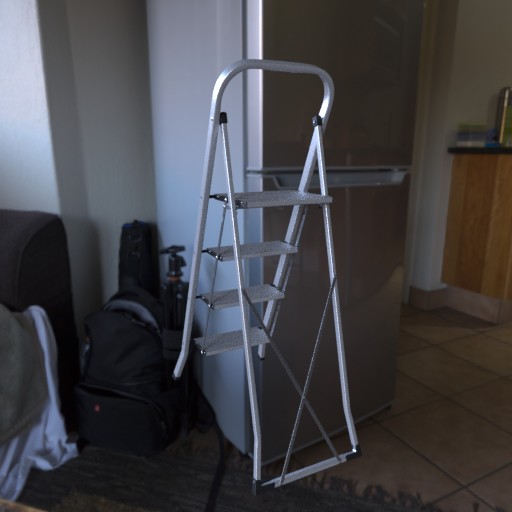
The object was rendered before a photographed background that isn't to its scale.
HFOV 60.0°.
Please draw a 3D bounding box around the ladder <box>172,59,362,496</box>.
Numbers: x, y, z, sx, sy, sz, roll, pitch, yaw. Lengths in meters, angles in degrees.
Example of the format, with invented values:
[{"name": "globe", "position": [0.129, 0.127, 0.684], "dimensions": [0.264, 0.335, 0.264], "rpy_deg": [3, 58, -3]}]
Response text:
[{"name": "ladder", "position": [0.000, 0.000, 1.647], "dimensions": [0.465, 1.290, 0.830], "rpy_deg": [-7, 15, -25]}]
